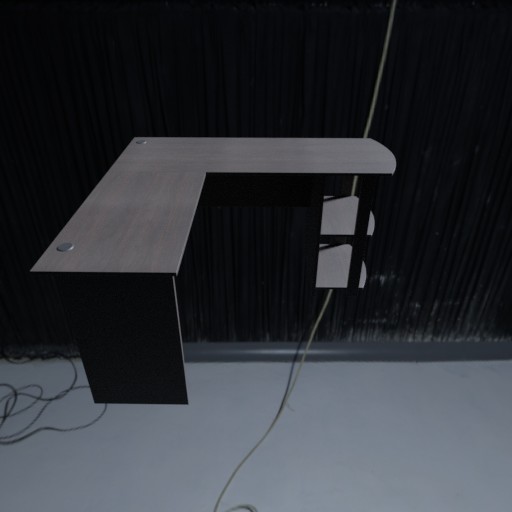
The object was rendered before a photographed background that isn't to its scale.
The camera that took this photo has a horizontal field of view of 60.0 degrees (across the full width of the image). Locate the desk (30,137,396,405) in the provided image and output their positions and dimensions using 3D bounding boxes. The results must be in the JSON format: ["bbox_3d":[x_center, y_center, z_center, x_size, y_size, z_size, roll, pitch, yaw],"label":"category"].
[{"bbox_3d":[0.000,0.000,2.084,1.361,0.716,1.303,0,33,1],"label":"desk"}]
